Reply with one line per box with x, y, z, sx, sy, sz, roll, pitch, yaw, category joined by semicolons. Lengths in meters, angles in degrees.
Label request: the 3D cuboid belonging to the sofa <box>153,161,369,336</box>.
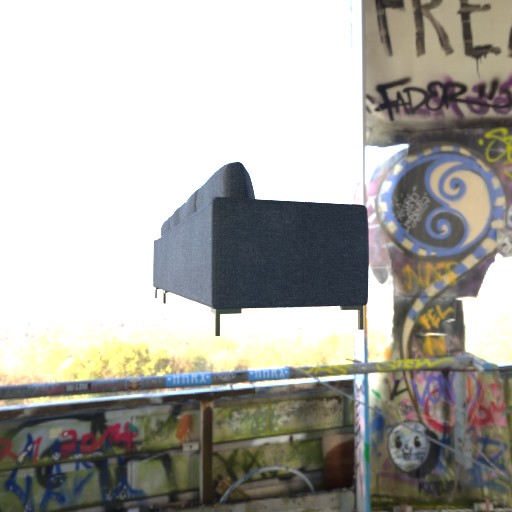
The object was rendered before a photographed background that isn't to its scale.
0.000;0.000;3.500;1.350;0.810;2.932;1;-2;-18;sofa
